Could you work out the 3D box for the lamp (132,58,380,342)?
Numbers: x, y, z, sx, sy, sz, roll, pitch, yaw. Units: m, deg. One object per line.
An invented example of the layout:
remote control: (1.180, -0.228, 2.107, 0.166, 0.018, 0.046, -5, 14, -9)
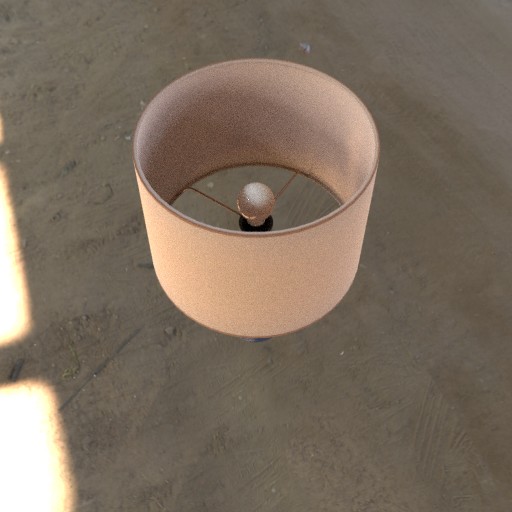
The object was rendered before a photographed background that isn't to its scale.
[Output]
lamp: (0.000, 0.000, 0.836, 0.367, 0.609, 0.367, 0, 59, 0)
